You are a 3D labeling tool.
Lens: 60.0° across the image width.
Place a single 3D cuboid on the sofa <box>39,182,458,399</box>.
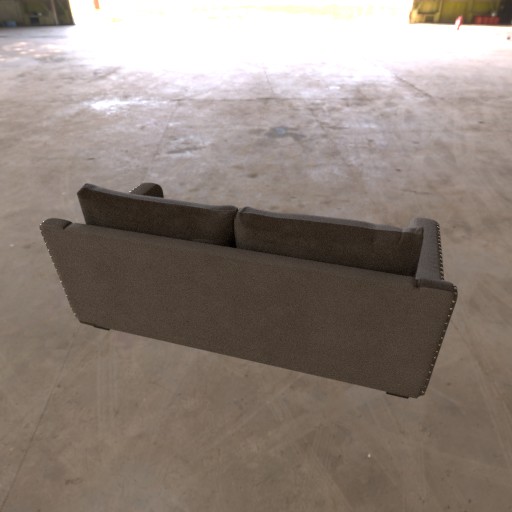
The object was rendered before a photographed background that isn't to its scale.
[{"bbox_3d":[0.000,0.000,3.297,2.550,1.196,1.336,9,33,15],"label":"sofa"}]
